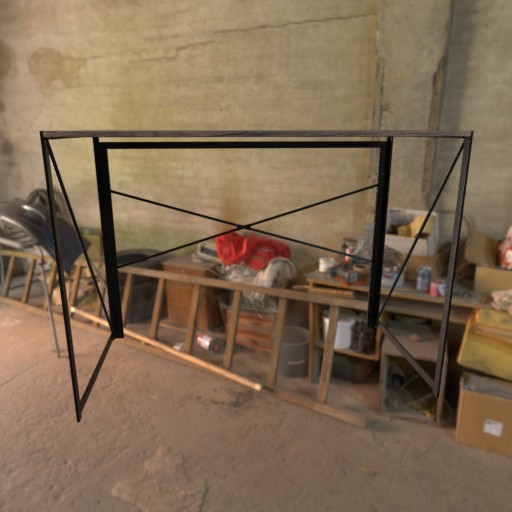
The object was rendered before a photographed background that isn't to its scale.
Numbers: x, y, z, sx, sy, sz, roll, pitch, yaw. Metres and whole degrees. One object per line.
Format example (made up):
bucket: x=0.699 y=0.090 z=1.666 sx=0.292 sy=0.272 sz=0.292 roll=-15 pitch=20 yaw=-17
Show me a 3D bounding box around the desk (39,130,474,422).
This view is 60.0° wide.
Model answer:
desk: x=0.000 y=0.000 z=1.371 sx=1.015 sy=0.747 sz=0.505 roll=-2 pitch=16 yaw=-6
